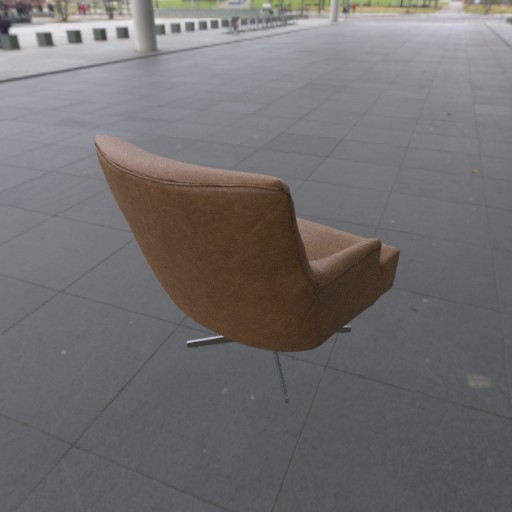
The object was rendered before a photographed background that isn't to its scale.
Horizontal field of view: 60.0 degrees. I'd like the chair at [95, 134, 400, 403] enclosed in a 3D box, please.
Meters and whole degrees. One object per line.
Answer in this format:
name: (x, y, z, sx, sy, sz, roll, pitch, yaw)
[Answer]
chair: (0.000, 0.000, 1.512, 0.729, 0.869, 0.874, 20, 36, 31)
